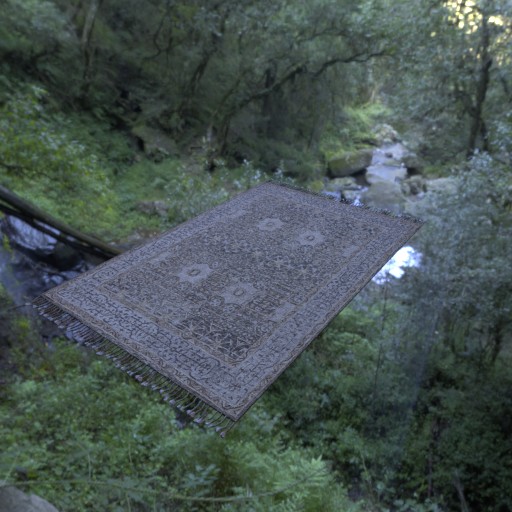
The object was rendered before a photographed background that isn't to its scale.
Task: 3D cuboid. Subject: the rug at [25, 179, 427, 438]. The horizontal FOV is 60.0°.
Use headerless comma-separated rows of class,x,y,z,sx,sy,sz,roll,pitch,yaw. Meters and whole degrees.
rug,0.000,0.000,2.479,1.237,0.010,2.029,21,37,31
